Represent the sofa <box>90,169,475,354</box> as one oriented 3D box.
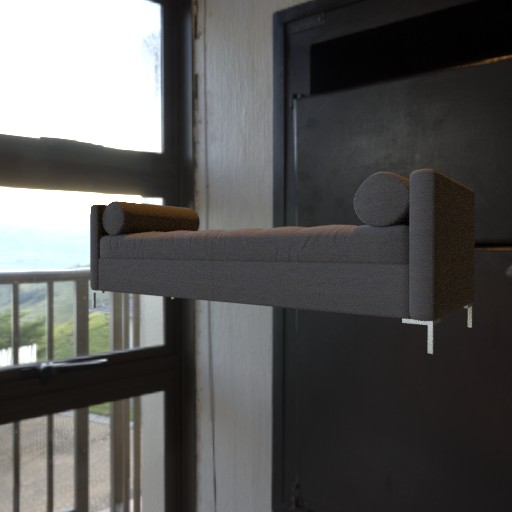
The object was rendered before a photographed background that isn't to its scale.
[{"bbox_3d":[0.000,0.000,2.333,1.981,0.635,0.686,1,1,37],"label":"sofa"}]
